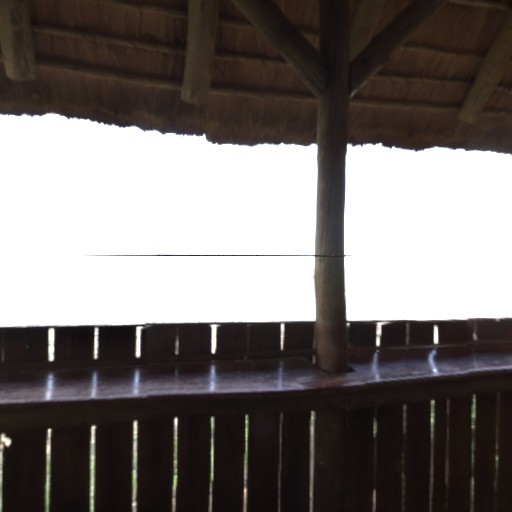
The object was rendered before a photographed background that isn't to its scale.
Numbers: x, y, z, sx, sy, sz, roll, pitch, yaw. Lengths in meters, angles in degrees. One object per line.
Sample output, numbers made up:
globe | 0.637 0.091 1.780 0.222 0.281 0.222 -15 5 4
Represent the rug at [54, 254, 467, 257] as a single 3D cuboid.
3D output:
rug | 0.000 0.000 4.185 3.046 0.008 2.442 0 0 -36
